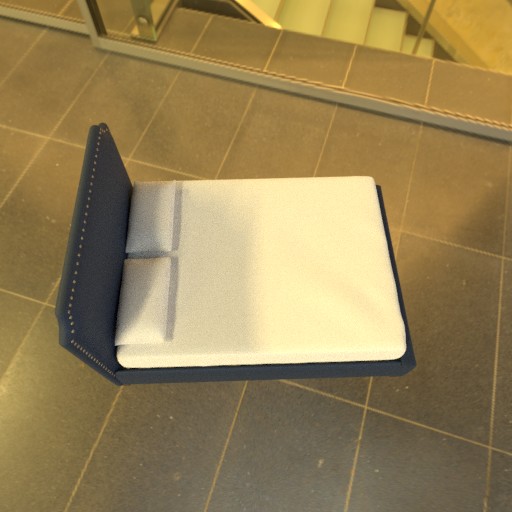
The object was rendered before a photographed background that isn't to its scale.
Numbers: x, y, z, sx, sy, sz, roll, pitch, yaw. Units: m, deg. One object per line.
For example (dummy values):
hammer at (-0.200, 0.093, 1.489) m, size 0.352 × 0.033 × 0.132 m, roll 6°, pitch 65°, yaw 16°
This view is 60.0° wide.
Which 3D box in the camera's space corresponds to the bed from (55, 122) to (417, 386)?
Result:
bed at (0.000, 0.000, 3.463) m, size 2.372 × 1.443 × 1.712 m, roll -2°, pitch 62°, yaw -1°
